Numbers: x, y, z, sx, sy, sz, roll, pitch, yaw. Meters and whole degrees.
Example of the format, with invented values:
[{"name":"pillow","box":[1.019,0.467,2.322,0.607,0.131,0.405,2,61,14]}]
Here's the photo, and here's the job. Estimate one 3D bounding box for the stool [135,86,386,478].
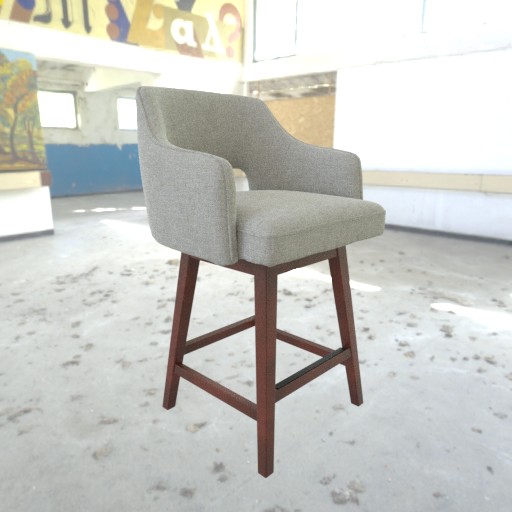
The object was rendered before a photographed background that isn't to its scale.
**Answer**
[{"name":"stool","box":[0.000,0.000,1.284,0.558,0.944,0.599,13,19,42]}]
